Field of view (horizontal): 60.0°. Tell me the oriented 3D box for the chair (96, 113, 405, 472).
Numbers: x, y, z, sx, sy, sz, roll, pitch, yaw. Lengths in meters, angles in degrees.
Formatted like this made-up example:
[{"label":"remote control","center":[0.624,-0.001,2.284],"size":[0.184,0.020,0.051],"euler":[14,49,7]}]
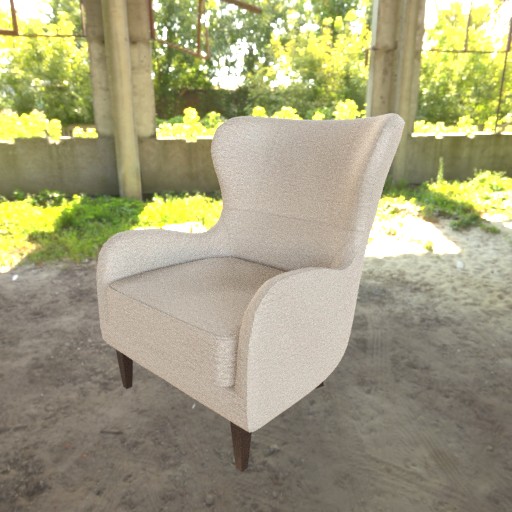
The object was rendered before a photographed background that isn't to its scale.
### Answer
[{"label":"chair","center":[0.000,0.000,1.736],"size":[0.861,1.064,0.984],"euler":[15,22,41]}]
